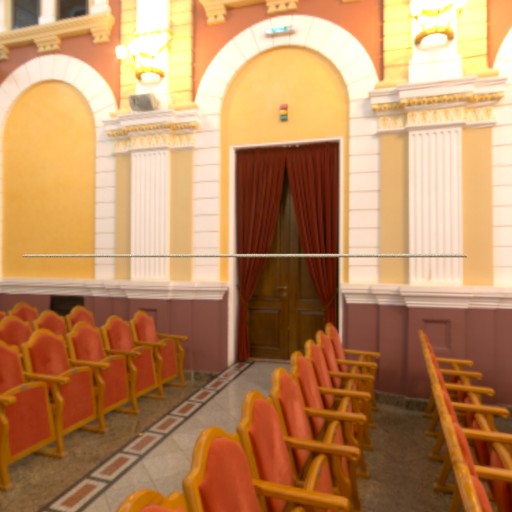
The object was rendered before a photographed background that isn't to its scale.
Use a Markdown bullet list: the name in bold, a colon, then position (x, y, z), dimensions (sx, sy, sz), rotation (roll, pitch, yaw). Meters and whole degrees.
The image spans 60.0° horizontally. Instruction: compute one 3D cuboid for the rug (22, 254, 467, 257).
- **rug**: position (0.000, 0.000, 2.301), dimensions (1.840, 0.012, 1.219), rotation (0, 0, 18)
